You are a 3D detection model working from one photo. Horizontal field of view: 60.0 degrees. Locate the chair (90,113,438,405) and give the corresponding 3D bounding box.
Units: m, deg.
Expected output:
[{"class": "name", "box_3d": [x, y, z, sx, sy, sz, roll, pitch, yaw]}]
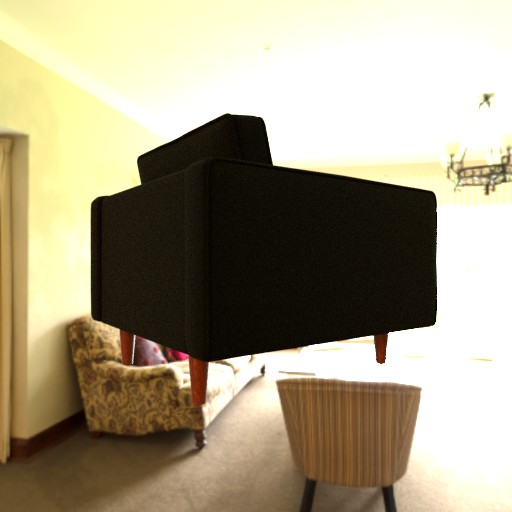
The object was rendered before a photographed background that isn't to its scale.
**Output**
[{"class": "chair", "box_3d": [0.000, 0.000, 1.582, 0.920, 0.770, 0.899, 0, 0, -36]}]
